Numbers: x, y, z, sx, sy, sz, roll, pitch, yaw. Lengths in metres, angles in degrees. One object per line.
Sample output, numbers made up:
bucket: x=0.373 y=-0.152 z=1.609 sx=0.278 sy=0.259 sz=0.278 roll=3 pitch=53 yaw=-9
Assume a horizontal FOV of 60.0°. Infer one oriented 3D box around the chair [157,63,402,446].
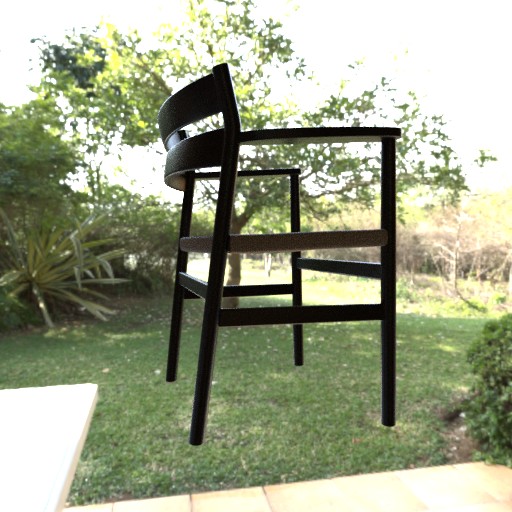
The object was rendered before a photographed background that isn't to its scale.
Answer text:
chair: x=0.000 y=0.000 z=1.185 sx=0.508 sy=0.775 sz=0.630 roll=-1 pitch=2 yaw=-18
